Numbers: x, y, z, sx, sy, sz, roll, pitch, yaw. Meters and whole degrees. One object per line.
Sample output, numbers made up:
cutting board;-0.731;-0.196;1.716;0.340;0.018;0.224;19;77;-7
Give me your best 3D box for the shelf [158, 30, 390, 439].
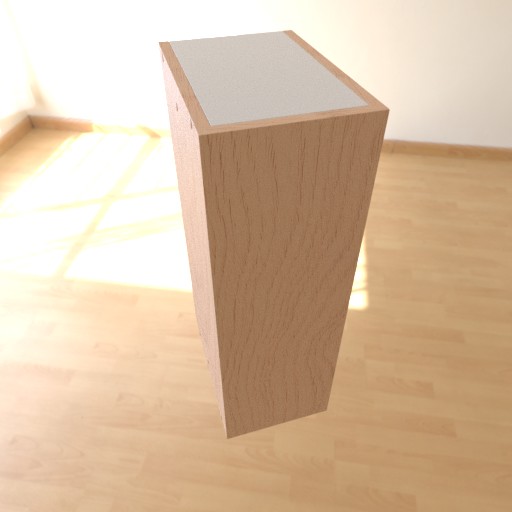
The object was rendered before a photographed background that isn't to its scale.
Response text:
shelf;0.000;0.000;0.733;0.200;0.600;0.290;-11;43;-12
